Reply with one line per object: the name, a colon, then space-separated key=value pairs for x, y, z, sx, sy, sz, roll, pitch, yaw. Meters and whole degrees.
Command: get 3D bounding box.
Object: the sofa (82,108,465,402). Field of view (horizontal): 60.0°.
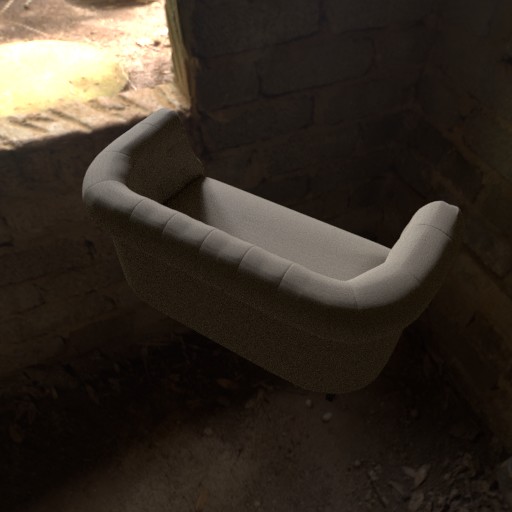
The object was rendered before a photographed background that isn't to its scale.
sofa: x=0.000 y=0.000 z=2.056 sx=1.558 sy=0.827 sz=0.835 roll=24 pitch=52 yaw=21
